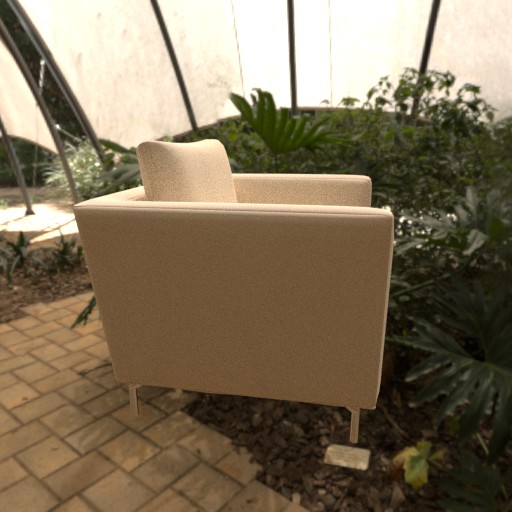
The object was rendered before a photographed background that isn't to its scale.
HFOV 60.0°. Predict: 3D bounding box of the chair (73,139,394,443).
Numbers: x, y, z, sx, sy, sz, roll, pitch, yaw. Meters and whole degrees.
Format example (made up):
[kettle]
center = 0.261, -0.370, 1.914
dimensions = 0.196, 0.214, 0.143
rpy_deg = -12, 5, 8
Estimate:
[chair]
center = 0.000, 0.000, 1.697
dimensions = 0.889, 0.865, 1.041
rpy_deg = 3, 16, 10
